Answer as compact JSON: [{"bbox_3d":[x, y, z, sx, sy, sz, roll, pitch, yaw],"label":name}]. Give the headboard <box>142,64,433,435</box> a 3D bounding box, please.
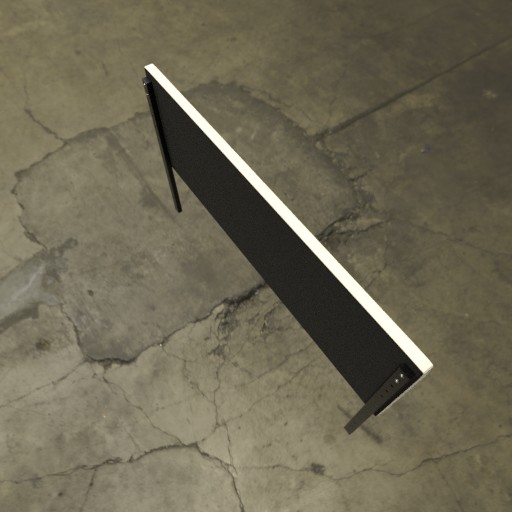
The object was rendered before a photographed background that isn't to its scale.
[{"bbox_3d":[0.000,0.000,2.855,0.120,1.410,2.362,-31,64,-17],"label":"headboard"}]
